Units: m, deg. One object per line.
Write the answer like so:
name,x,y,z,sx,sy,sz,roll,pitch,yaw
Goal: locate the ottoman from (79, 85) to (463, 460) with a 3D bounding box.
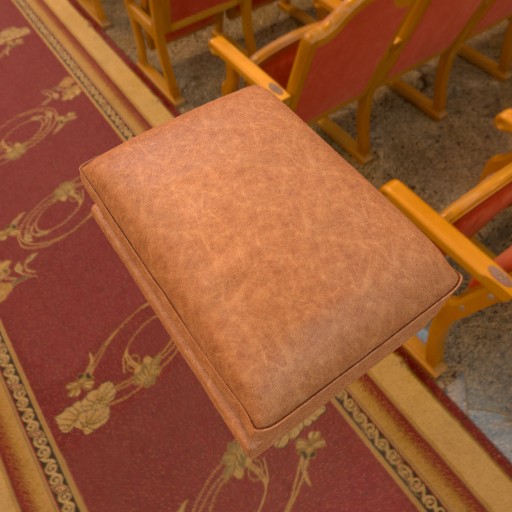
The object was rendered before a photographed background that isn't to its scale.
ottoman,0.000,0.000,1.056,0.533,0.480,0.710,-31,64,-17
